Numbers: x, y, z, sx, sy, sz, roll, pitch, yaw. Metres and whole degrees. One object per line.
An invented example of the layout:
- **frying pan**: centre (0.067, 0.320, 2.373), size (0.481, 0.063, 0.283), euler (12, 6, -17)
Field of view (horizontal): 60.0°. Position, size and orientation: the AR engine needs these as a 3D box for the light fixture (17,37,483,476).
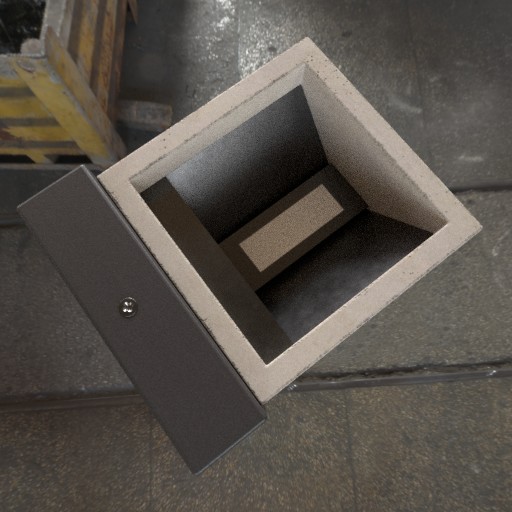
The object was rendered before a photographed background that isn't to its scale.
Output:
- **light fixture**: centre (0.000, 0.000, 0.228), size (0.143, 0.121, 0.121), euler (-36, 79, -8)
